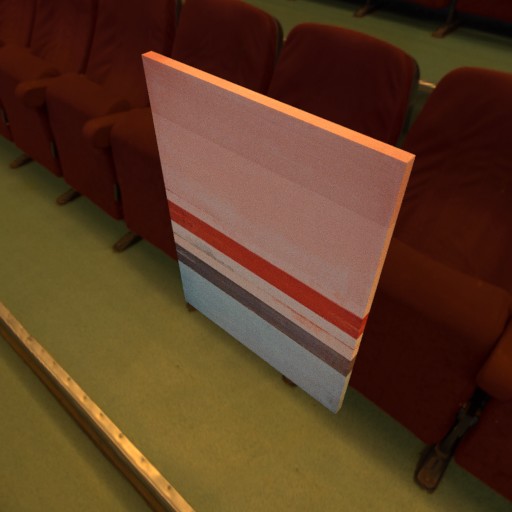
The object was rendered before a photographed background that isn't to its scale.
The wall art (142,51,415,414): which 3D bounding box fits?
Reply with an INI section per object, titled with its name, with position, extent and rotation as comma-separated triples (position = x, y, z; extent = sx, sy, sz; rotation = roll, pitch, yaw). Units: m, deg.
[wall art]
position = 0.000, 0.000, 1.352
extent = 0.761, 1.016, 0.039
rotation = 32, 53, 28
